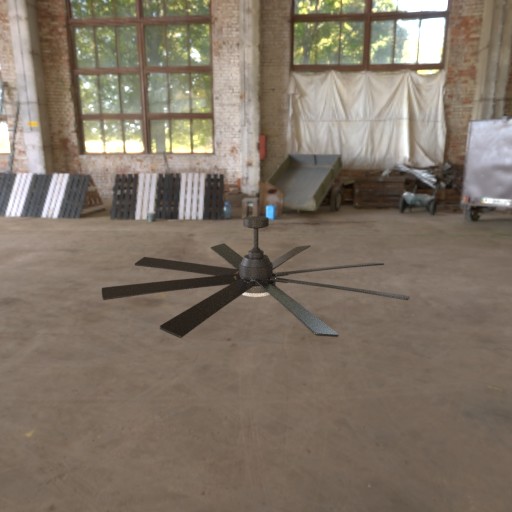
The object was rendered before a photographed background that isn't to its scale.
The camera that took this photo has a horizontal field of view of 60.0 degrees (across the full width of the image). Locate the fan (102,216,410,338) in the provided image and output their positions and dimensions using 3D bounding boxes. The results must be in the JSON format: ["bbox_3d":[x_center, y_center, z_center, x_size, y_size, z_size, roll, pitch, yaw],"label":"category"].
[{"bbox_3d":[0.000,0.000,2.743,1.830,0.472,1.830,7,16,24],"label":"fan"}]
